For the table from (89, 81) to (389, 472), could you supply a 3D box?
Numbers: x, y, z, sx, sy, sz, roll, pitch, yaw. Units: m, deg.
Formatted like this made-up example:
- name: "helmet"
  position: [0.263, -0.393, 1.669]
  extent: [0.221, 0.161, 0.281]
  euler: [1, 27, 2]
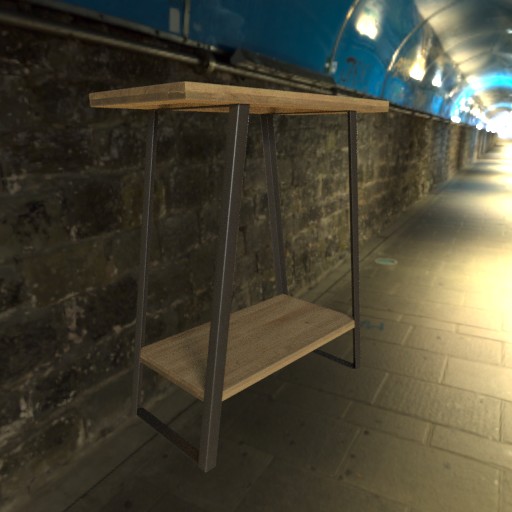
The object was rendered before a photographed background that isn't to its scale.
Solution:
- name: "table"
  position: [0.000, 0.000, 1.039]
  extent: [0.300, 0.701, 0.599]
  euler: [15, 21, 42]
